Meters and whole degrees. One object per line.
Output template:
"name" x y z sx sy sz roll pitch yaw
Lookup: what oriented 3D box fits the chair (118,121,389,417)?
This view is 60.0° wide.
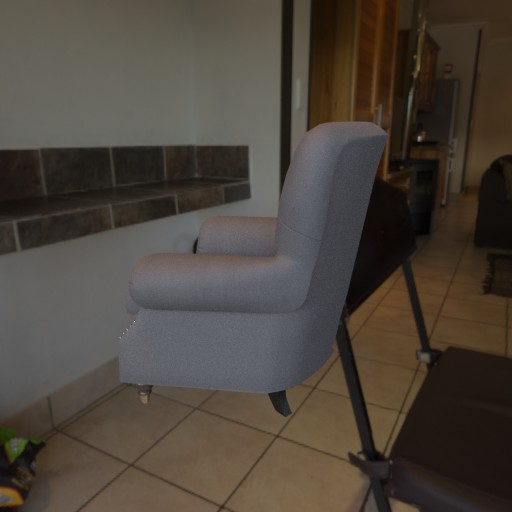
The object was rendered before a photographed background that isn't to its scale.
"chair" 0.000 0.000 1.834 0.983 1.046 0.983 3 15 10
